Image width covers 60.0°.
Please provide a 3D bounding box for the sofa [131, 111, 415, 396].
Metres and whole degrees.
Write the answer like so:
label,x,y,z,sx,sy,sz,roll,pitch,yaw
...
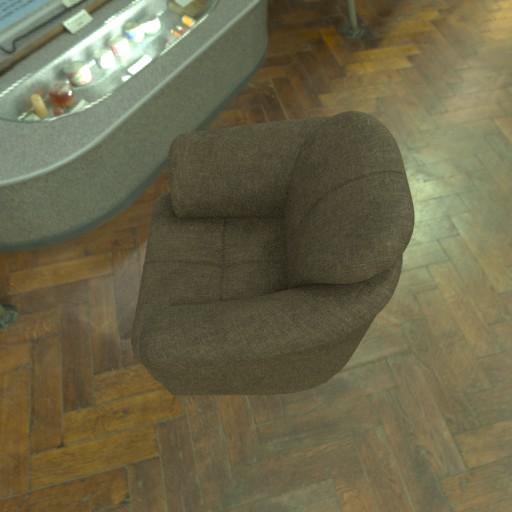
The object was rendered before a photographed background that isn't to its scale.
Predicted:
label,x,y,z,sx,sy,sz,roll,pitch,yaw
sofa,0.000,0.000,1.485,0.794,0.811,0.870,0,57,0
